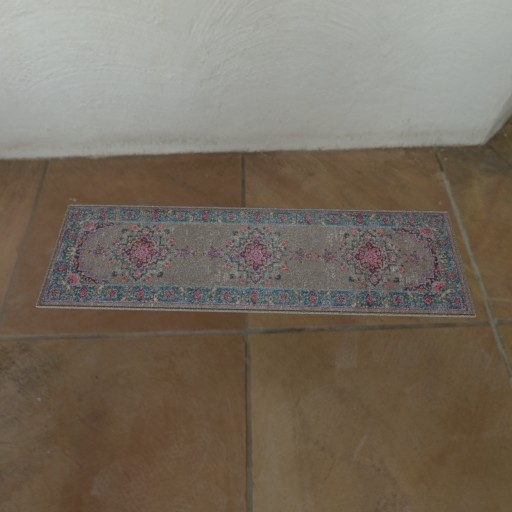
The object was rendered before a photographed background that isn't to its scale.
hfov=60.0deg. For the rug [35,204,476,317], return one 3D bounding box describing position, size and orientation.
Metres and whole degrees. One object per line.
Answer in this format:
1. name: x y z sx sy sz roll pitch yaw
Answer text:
1. rug: 0.000 0.000 1.980 1.827 0.012 0.553 1 57 1
